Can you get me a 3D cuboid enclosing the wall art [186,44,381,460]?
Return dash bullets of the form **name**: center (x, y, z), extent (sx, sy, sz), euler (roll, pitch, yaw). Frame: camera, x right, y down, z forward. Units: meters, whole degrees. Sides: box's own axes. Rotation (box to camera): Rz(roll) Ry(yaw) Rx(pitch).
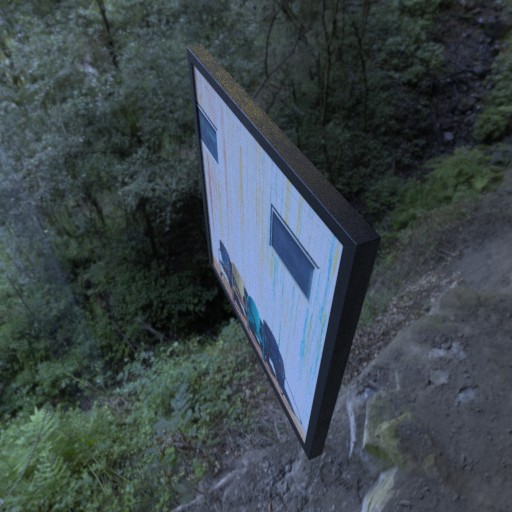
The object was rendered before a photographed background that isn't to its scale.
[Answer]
- **wall art**: center (0.000, 0.000, 1.111), extent (0.039, 0.763, 0.763), euler (-17, 48, -16)
